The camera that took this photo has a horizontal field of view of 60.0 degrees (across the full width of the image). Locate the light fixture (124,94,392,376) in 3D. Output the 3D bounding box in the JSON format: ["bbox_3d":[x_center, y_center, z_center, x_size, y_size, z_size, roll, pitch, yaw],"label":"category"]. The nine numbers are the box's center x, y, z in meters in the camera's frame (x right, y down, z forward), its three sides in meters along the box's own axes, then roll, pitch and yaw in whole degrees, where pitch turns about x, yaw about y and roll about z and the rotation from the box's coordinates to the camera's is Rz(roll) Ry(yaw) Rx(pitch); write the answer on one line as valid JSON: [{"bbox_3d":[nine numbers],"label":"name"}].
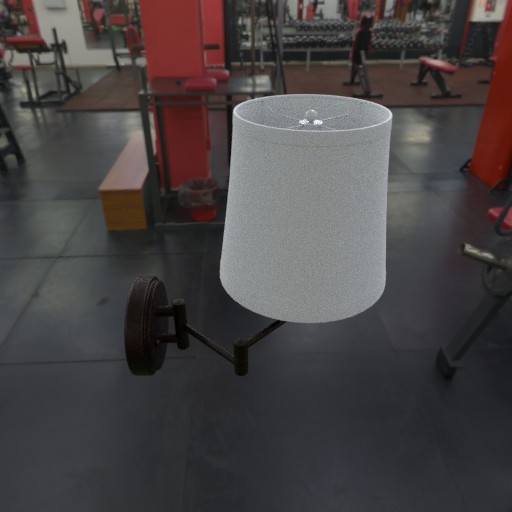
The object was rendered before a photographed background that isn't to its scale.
[{"bbox_3d":[0.000,0.000,0.268,0.157,0.172,0.100,0,31,0],"label":"light fixture"}]
